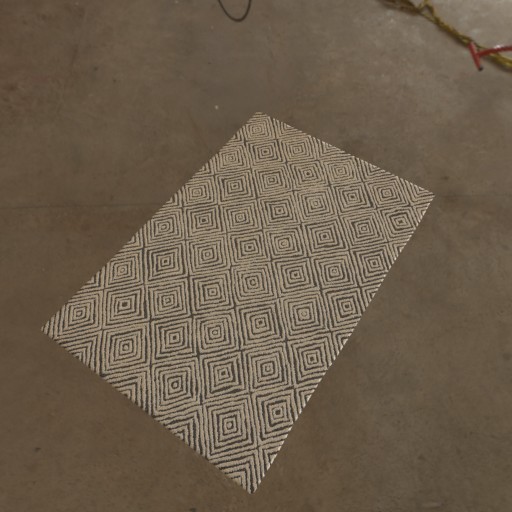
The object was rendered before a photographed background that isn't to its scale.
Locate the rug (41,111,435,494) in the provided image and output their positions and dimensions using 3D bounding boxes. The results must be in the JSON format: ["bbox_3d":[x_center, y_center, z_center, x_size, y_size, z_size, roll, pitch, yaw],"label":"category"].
[{"bbox_3d":[0.000,0.000,2.211,1.177,0.004,1.750,30,63,17],"label":"rug"}]
